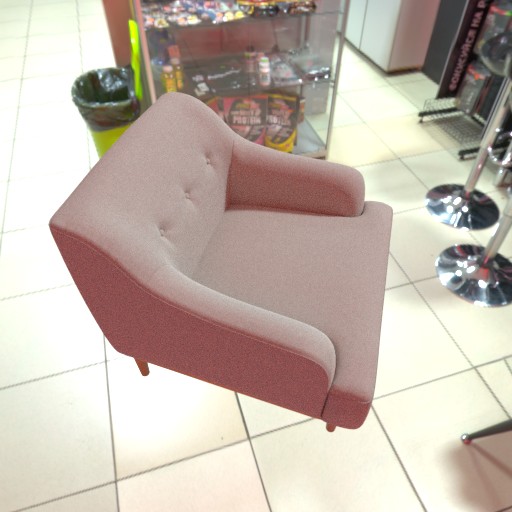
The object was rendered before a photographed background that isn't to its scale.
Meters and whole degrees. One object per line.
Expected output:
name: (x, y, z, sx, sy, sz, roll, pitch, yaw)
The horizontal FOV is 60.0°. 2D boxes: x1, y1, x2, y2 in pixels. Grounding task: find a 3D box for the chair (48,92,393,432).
chair: (0.000, 0.000, 1.623, 0.951, 0.818, 0.946, 11, 47, 11)
